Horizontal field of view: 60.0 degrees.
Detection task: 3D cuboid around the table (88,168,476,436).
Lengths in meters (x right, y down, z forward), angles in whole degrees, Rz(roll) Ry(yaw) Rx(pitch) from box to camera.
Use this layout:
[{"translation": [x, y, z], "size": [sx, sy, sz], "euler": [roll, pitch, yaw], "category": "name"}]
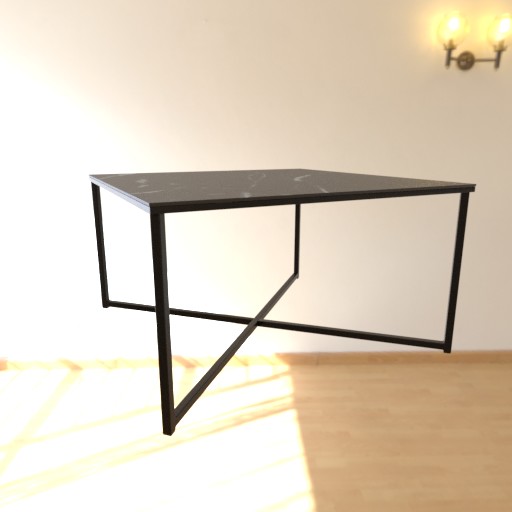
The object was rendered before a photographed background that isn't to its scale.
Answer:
[{"translation": [0.000, 0.000, 1.305], "size": [0.800, 0.450, 0.800], "euler": [-7, 16, -26], "category": "table"}]
